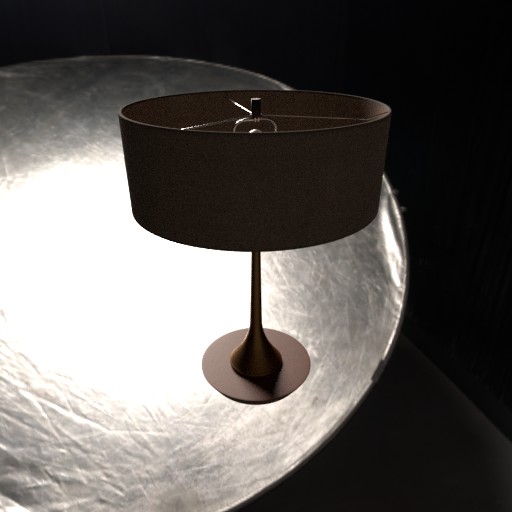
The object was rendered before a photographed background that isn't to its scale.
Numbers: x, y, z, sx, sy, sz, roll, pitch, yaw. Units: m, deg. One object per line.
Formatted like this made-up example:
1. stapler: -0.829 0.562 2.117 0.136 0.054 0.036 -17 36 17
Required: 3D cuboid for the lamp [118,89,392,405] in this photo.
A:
1. lamp: 0.000 0.000 0.816 0.417 0.551 0.396 -9 29 -17
